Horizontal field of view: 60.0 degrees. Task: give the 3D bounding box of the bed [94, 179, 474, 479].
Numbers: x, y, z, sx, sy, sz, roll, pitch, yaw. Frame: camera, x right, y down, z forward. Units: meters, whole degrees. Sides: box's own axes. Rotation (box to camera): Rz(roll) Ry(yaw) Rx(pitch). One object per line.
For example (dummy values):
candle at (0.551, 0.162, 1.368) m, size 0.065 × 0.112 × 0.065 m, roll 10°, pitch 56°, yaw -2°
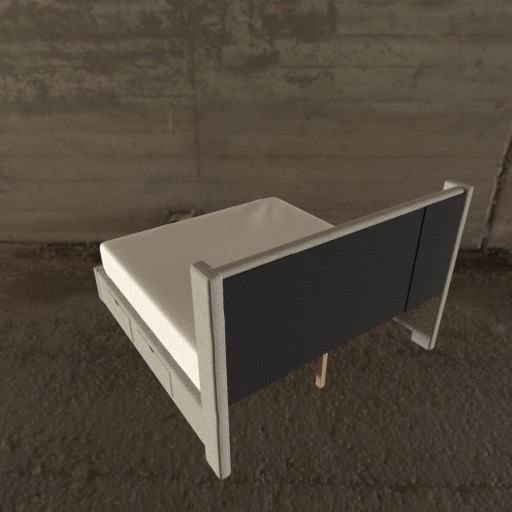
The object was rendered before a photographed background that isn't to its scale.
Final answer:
bed at (0.000, 0.000, 3.721) m, size 2.140 × 1.470 × 2.280 m, roll -19°, pitch 34°, yaw -30°
